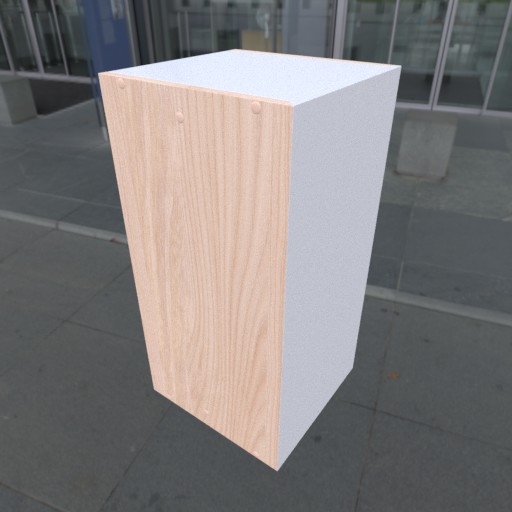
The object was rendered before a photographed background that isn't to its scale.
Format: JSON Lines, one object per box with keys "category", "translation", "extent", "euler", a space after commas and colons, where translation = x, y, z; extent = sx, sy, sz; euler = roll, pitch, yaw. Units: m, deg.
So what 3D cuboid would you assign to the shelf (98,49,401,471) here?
{"category": "shelf", "translation": [0.000, 0.000, 0.755], "extent": [0.297, 0.594, 0.290], "euler": [21, 38, 30]}
